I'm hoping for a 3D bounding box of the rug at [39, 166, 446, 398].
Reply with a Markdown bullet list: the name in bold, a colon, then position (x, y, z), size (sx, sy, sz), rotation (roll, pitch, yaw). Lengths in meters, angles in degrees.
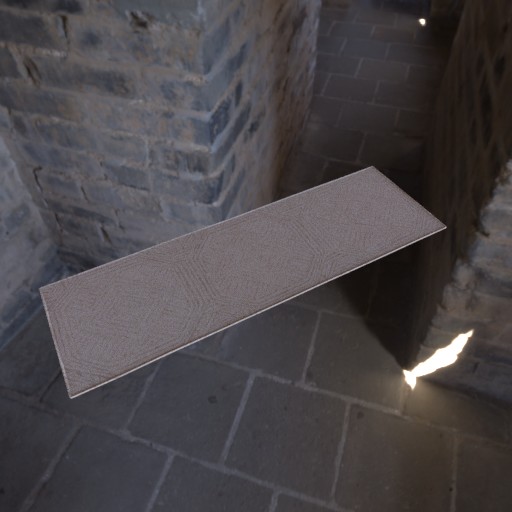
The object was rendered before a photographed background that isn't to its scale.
- **rug**: position (0.000, 0.000, 2.748), size (2.452, 0.012, 0.775), rotation (-22, 51, -19)
